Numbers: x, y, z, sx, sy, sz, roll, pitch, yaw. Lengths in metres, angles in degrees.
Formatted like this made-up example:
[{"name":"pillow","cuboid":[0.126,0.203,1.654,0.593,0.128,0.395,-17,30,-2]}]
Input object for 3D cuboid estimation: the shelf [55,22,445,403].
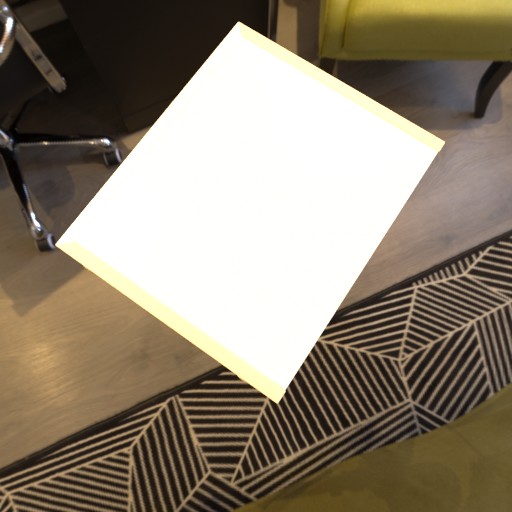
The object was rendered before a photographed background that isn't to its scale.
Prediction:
[{"name":"shelf","cuboid":[0.000,0.000,0.786,0.290,0.600,0.350,34,79,8]}]
